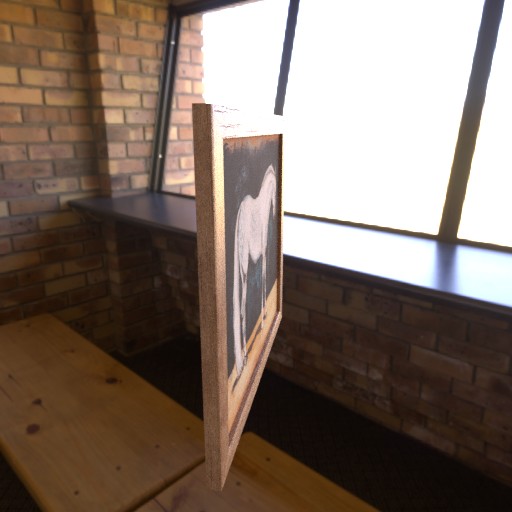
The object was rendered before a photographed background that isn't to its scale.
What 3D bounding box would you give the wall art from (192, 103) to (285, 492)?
[{"bbox_3d":[0.000,0.000,0.953,0.026,0.588,0.690,3,16,11],"label":"wall art"}]
